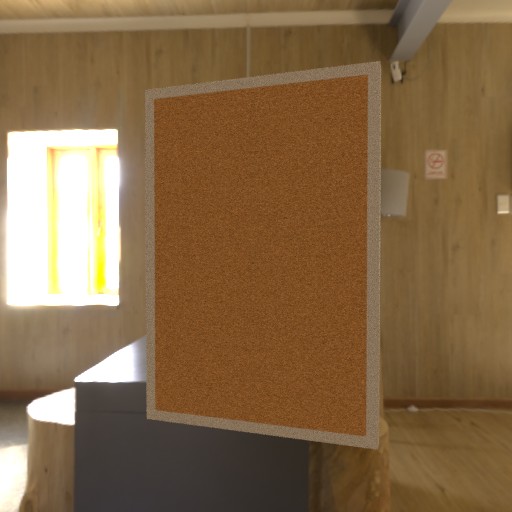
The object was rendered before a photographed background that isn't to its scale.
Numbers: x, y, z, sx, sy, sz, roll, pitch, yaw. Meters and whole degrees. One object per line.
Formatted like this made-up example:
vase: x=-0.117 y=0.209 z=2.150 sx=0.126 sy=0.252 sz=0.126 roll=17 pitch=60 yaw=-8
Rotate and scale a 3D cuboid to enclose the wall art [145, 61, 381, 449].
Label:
wall art: x=0.000 y=0.000 z=0.836 sx=0.450 sy=0.657 sz=0.038 roll=0 pitch=1 yaw=18
